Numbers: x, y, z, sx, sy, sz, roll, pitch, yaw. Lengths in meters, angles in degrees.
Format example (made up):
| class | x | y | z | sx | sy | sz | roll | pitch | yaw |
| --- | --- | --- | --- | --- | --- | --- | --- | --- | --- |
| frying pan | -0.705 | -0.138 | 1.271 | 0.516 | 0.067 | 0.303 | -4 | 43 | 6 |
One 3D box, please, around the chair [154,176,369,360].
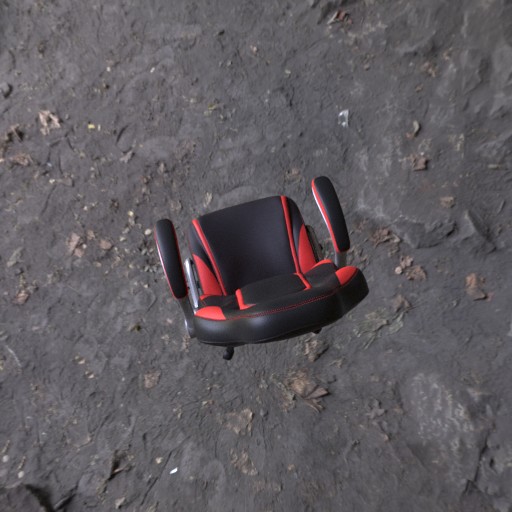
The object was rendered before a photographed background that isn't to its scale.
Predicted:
| class | x | y | z | sx | sy | sz | roll | pitch | yaw |
| --- | --- | --- | --- | --- | --- | --- | --- | --- | --- |
| chair | 0.000 | 0.000 | 1.629 | 0.758 | 1.165 | 0.712 | -16 | 75 | -4 |
